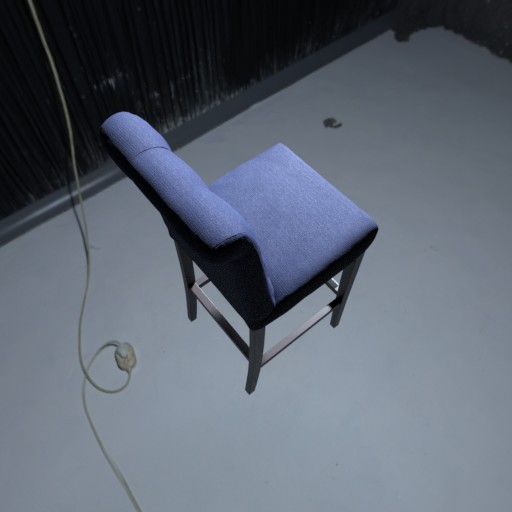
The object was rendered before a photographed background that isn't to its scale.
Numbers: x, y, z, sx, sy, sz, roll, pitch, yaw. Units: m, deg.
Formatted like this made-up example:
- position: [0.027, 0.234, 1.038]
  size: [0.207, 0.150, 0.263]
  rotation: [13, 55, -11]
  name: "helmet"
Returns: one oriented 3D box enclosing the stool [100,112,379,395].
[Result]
- position: [0.000, 0.000, 1.481]
  size: [0.601, 1.140, 0.493]
  rotation: [-34, 63, -20]
  name: "stool"
